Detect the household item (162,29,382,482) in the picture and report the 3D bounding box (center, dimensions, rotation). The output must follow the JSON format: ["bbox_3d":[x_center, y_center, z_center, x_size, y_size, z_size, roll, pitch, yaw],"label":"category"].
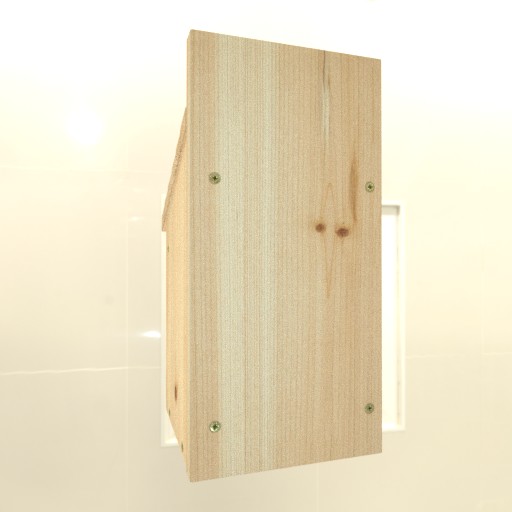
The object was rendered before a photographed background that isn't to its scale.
[{"bbox_3d":[0.000,0.000,0.395,0.149,0.300,0.171,0,0,-18],"label":"household item"}]
